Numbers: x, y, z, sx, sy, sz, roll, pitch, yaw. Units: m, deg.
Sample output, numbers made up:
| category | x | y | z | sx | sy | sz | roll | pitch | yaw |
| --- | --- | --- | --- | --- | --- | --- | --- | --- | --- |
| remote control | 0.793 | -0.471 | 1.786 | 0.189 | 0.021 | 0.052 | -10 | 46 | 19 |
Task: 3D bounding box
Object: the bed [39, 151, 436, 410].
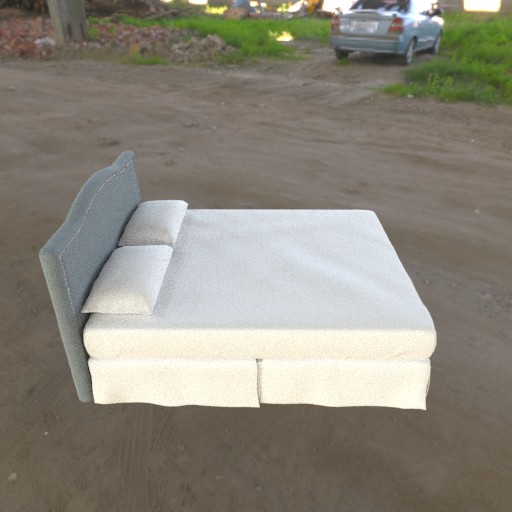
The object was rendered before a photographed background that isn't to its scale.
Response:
| category | x | y | z | sx | sy | sz | roll | pitch | yaw |
| --- | --- | --- | --- | --- | --- | --- | --- | --- | --- |
| bed | 0.000 | 0.000 | 3.914 | 2.689 | 1.457 | 2.161 | 0 | 31 | 0 |
